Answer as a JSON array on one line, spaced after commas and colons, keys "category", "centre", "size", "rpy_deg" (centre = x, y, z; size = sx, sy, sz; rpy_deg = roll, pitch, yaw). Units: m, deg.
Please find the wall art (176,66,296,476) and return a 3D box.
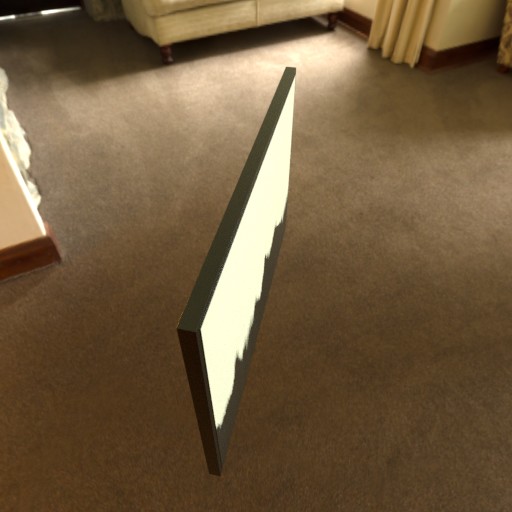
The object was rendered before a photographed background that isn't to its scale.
[{"category": "wall art", "centre": [0.000, 0.000, 0.843], "size": [0.022, 0.446, 0.659], "rpy_deg": [9, 47, 9]}]
